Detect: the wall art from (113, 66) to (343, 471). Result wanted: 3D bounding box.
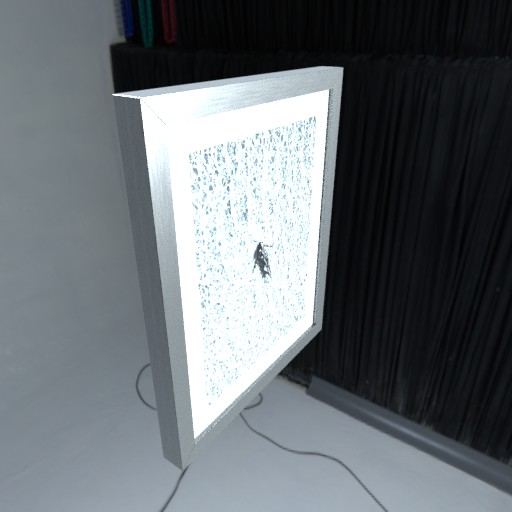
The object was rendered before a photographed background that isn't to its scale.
[{"bbox_3d":[0.000,0.000,0.505,0.030,0.379,0.308,18,33,31],"label":"wall art"}]
